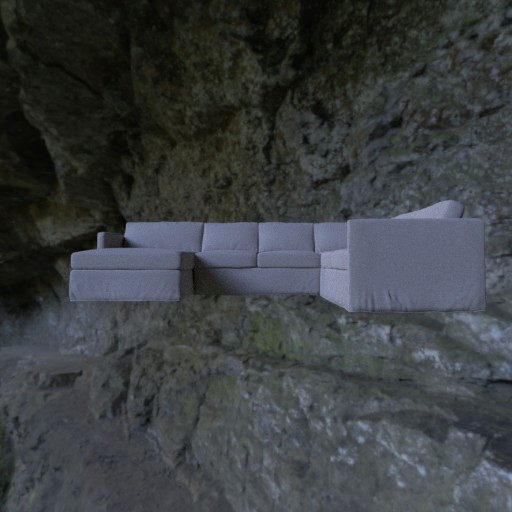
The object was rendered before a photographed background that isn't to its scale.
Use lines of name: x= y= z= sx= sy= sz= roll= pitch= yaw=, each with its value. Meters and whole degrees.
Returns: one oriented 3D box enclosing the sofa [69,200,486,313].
sofa: x=0.000 y=0.000 z=4.534 sx=3.528 sy=0.878 sz=2.476 roll=0 pitch=-1 yaw=1
